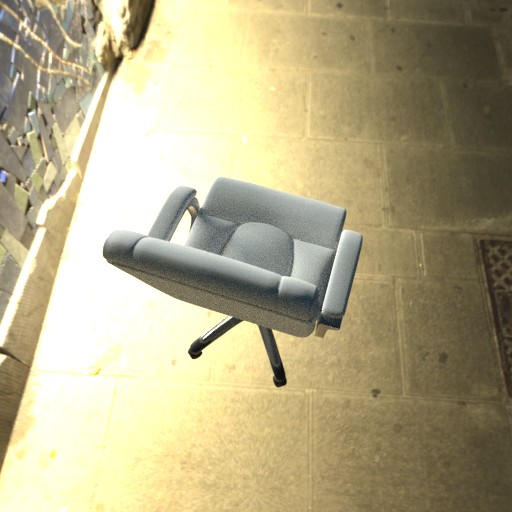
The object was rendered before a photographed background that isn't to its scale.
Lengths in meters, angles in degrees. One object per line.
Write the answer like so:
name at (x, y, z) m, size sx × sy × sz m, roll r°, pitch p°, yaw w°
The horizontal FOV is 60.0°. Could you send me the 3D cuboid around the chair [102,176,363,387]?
chair at (0.000, 0.000, 1.544) m, size 0.687 × 1.120 × 0.738 m, roll 16°, pitch 63°, yaw 8°
